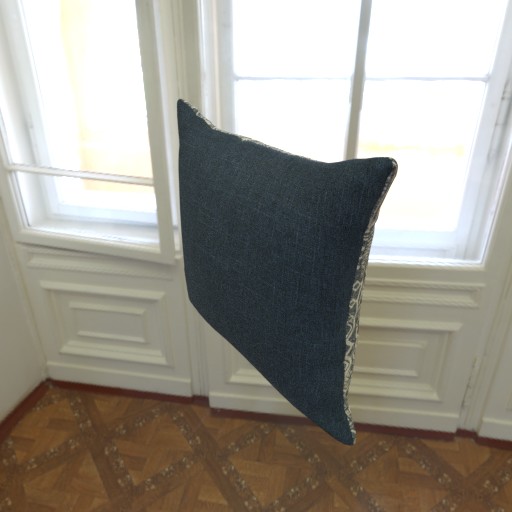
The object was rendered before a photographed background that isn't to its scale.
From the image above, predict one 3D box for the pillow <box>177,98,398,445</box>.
[{"bbox_3d":[0.000,0.000,0.810,0.180,0.487,0.546,-19,33,-31],"label":"pillow"}]
